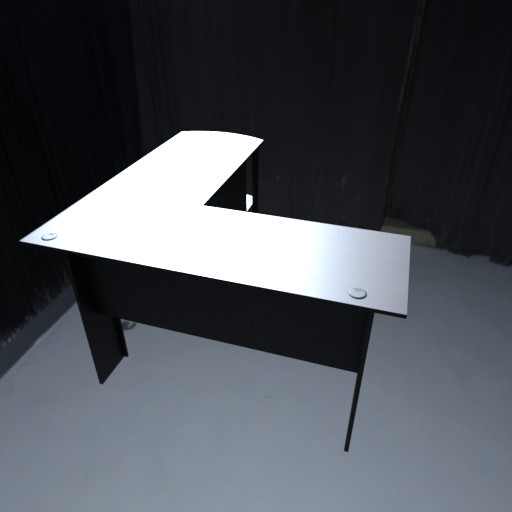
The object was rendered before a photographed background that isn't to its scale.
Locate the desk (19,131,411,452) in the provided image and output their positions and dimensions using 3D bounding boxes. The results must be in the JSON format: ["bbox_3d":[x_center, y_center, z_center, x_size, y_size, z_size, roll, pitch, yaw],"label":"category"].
[{"bbox_3d":[0.000,0.000,2.119,1.303,0.716,1.361,10,34,15],"label":"desk"}]
